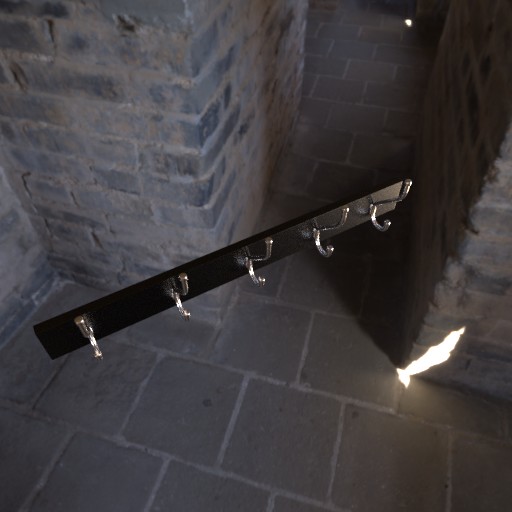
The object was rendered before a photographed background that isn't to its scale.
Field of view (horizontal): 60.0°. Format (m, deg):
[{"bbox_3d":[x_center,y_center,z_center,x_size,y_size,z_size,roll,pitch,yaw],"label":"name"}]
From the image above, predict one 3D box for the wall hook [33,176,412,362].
[{"bbox_3d":[0.000,0.000,0.603,0.571,0.117,0.071,-23,51,-20],"label":"wall hook"}]
